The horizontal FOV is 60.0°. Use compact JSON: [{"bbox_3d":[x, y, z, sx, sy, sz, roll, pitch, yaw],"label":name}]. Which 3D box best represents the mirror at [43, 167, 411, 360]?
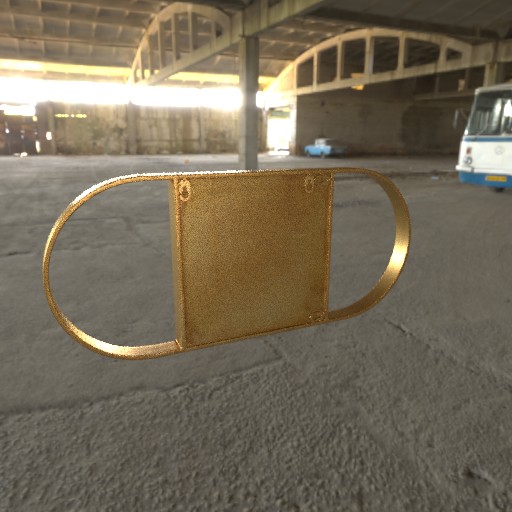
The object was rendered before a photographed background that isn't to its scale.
[{"bbox_3d":[0.000,0.000,0.671,0.584,0.254,0.032,-7,17,-24],"label":"mirror"}]
